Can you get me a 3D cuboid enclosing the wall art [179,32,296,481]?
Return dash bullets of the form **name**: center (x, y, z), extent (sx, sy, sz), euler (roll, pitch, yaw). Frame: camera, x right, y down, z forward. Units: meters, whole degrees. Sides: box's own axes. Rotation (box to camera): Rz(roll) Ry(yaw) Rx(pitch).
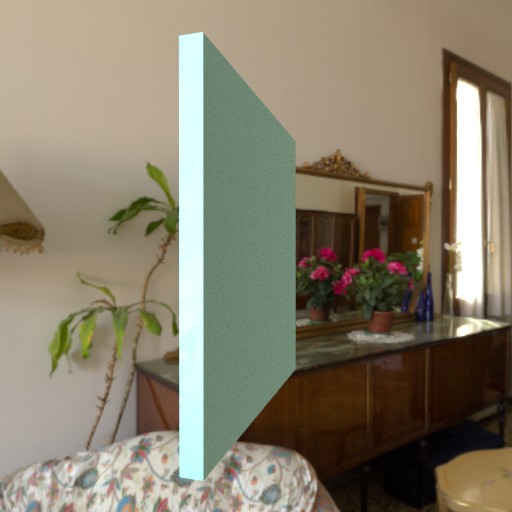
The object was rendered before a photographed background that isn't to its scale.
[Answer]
- **wall art**: center (0.000, 0.000, 0.888), extent (0.036, 0.603, 0.603), euler (0, 0, 17)
